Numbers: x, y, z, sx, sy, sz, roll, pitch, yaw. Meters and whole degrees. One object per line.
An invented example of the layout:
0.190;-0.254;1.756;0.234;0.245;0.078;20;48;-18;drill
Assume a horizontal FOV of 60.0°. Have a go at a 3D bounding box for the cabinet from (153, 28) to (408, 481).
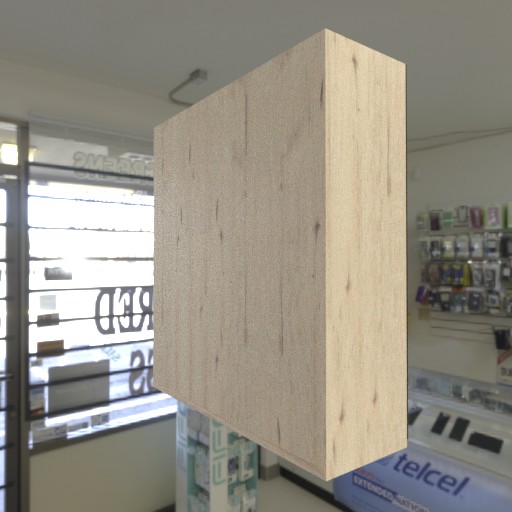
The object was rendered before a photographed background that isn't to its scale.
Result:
0.000;0.000;3.130;0.660;2.180;2.000;1;-1;-37;cabinet
